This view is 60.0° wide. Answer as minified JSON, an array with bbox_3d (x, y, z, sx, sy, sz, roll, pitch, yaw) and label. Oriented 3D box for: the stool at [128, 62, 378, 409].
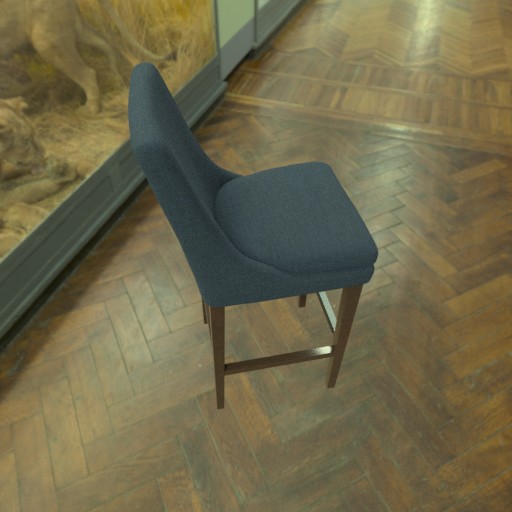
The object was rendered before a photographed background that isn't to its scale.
[{"bbox_3d":[0.000,0.000,1.377,0.577,1.078,0.470,-8,46,-8],"label":"stool"}]
